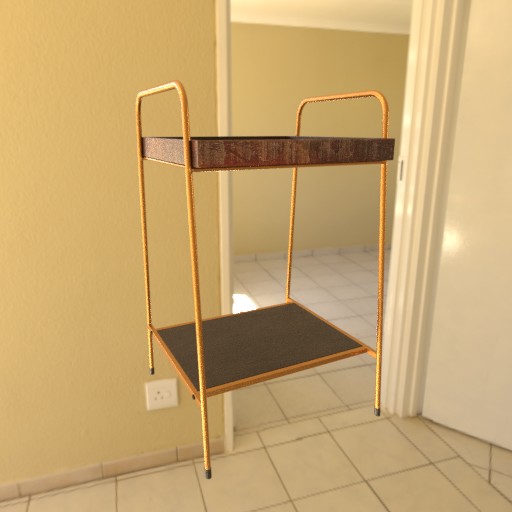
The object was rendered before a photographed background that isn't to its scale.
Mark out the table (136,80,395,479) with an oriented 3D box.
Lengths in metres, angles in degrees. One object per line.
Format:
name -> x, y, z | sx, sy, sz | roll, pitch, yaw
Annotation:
table -> 0.000, 0.000, 1.012 | 0.430, 0.710, 0.430 | -8, 18, -26
